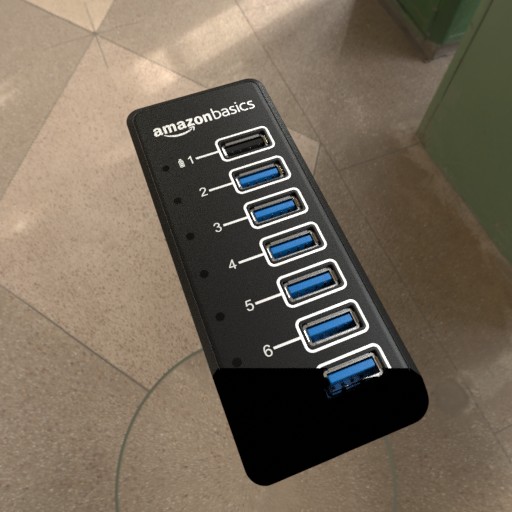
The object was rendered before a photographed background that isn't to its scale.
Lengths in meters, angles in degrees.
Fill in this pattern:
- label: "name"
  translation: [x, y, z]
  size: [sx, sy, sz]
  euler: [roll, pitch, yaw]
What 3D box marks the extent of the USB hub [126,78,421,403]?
- label: "USB hub"
  translation: [0.000, 0.000, 0.125]
  size: [0.044, 0.023, 0.110]
  euler: [-19, 65, -9]
